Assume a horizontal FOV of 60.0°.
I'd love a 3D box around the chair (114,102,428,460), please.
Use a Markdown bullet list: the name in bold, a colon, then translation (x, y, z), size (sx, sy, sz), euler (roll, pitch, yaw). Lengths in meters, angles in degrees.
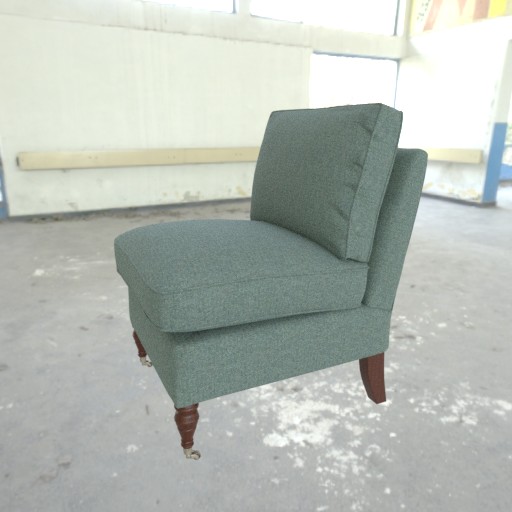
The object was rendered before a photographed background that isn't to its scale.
- **chair**: translation (0.000, 0.000, 1.401), size (0.796, 0.901, 0.624), euler (-8, 18, -25)
